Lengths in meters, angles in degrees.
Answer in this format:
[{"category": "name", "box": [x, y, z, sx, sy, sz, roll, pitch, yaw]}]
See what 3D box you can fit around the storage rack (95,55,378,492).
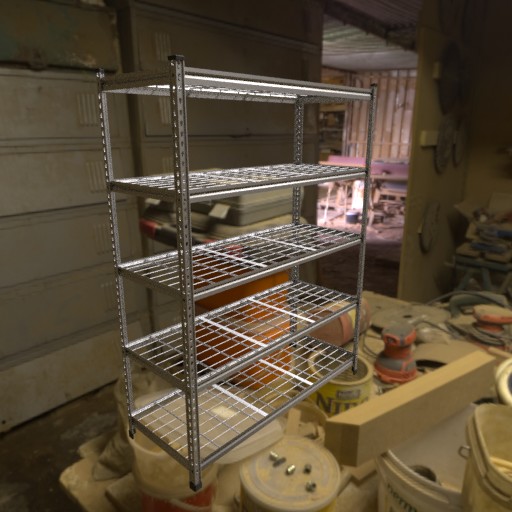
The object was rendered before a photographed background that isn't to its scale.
[{"category": "storage rack", "box": [0.000, 0.000, 2.637, 0.610, 1.981, 1.524, 15, 22, 41]}]
